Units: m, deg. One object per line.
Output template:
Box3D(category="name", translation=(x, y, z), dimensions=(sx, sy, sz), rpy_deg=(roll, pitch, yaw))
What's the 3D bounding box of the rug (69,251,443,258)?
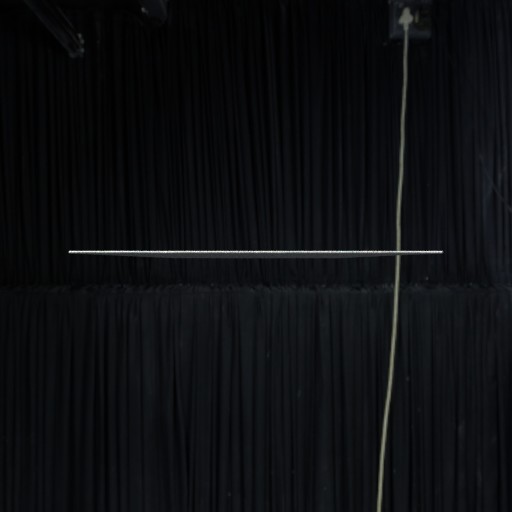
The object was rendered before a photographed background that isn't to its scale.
Box3D(category="rug", translation=(0.000, 0.000, 2.321), dimensions=(1.202, 0.006, 1.813), rpy_deg=(0, -1, 0))
